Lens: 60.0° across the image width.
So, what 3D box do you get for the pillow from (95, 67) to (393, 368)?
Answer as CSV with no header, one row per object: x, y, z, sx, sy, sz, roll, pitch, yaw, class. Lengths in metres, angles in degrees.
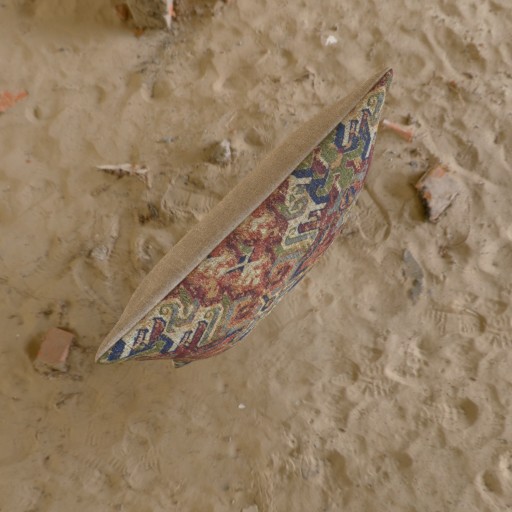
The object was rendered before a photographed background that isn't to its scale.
0.000,0.000,0.776,0.166,0.506,0.523,43,80,9,pillow
